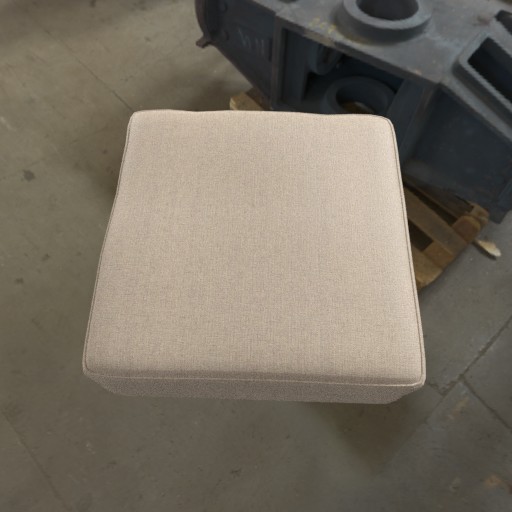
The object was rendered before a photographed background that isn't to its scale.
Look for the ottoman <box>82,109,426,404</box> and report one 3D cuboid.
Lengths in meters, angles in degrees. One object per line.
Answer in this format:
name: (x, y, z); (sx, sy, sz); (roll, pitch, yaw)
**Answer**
ottoman: (0.000, 0.000, 1.369); (0.838, 0.481, 0.838); (2, 65, 1)
